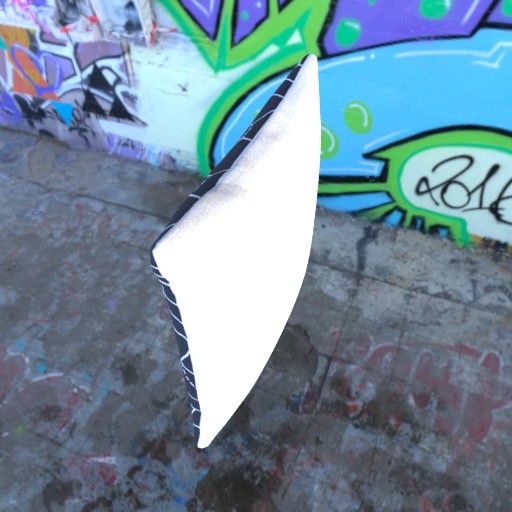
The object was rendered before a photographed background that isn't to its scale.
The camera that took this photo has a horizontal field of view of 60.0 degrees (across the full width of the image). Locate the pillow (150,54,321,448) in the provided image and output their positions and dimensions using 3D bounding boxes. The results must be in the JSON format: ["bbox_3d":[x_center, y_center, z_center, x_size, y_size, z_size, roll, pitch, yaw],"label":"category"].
[{"bbox_3d":[0.000,0.000,0.773,0.158,0.508,0.517,16,48,15],"label":"pillow"}]
